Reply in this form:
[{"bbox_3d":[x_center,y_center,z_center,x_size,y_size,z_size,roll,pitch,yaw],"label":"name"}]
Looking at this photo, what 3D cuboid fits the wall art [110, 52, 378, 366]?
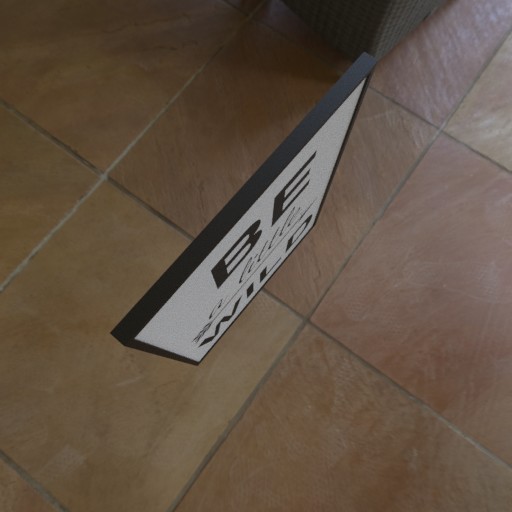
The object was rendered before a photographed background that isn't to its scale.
[{"bbox_3d":[0.000,0.000,1.412,0.038,1.062,0.806,38,78,10],"label":"wall art"}]
